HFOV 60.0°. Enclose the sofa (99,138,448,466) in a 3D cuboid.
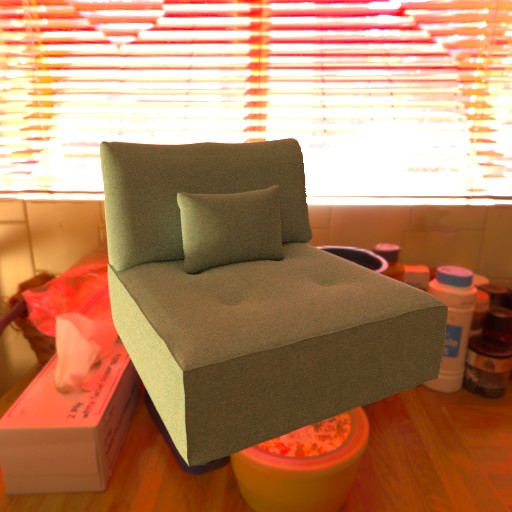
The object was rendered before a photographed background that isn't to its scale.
[{"bbox_3d":[0.000,0.000,1.657,0.930,0.820,1.000,-9,19,-27],"label":"sofa"}]
